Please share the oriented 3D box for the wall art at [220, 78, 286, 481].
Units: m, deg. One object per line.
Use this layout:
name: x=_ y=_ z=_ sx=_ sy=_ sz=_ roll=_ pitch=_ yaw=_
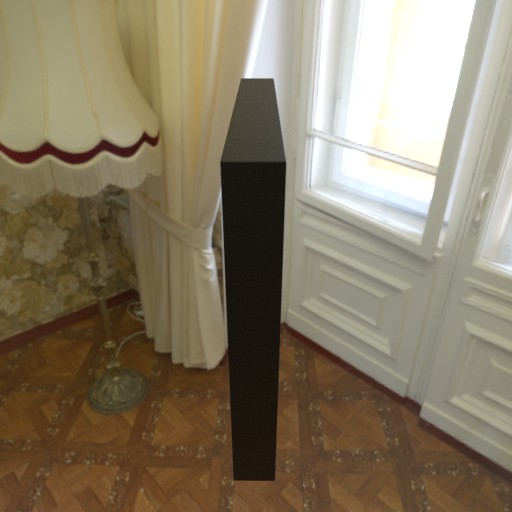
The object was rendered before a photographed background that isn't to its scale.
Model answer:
wall art: x=0.000 y=0.000 z=0.464 sx=0.038 sy=0.304 sz=0.304 roll=0 pitch=30 yaw=1
